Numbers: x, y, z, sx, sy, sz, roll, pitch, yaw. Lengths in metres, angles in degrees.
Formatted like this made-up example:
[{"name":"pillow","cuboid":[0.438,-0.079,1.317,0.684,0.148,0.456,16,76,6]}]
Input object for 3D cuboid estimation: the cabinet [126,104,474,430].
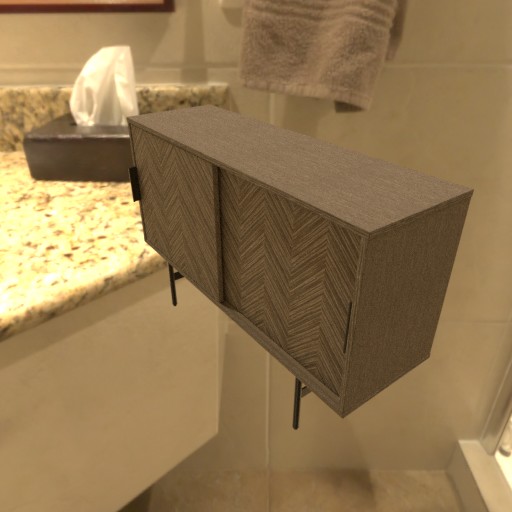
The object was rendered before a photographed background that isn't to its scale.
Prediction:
[{"name":"cabinet","cuboid":[0.000,0.000,1.562,0.405,0.787,1.194,-21,36,-31]}]
